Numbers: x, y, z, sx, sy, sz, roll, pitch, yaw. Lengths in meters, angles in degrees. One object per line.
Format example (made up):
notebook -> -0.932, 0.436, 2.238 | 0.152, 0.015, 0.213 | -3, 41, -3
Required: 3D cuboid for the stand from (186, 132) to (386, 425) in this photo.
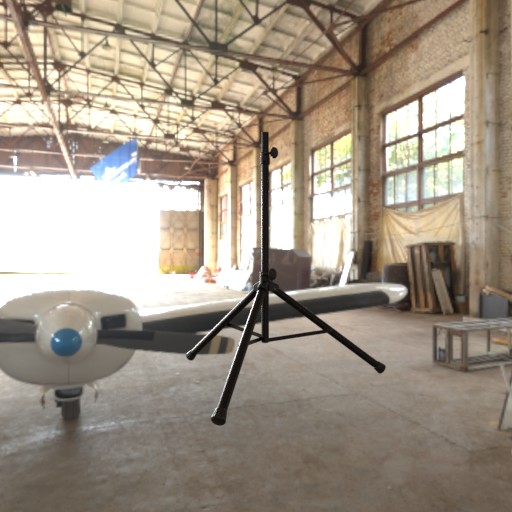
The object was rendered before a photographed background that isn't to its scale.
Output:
stand -> 0.000, 0.000, 1.891 | 1.045, 1.136, 0.907 | 0, 0, 17
